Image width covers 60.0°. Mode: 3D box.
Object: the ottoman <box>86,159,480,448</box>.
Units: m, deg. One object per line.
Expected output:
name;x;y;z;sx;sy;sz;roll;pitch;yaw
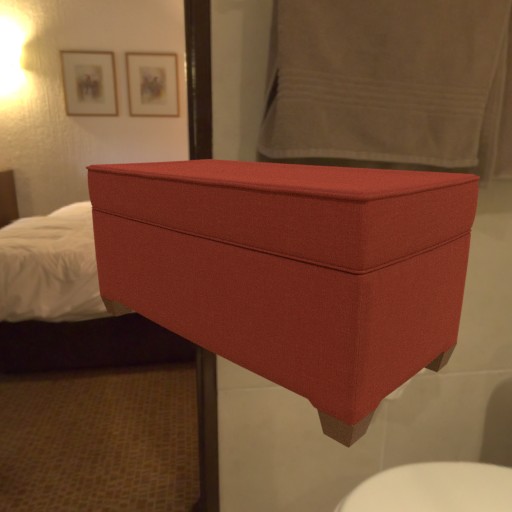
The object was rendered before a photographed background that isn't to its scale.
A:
ottoman;0.000;0.000;1.174;0.948;0.454;0.497;15;21;43
